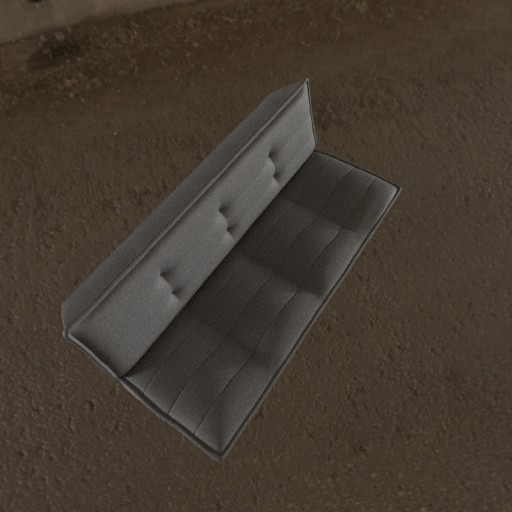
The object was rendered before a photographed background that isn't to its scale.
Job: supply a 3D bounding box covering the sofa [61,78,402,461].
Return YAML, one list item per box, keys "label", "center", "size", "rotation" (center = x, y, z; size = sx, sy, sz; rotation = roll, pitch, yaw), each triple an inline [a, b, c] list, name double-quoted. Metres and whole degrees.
- label: "sofa"
  center: [0.000, 0.000, 2.505]
  size: [0.950, 0.890, 1.940]
  rotation: [31, 64, 17]
